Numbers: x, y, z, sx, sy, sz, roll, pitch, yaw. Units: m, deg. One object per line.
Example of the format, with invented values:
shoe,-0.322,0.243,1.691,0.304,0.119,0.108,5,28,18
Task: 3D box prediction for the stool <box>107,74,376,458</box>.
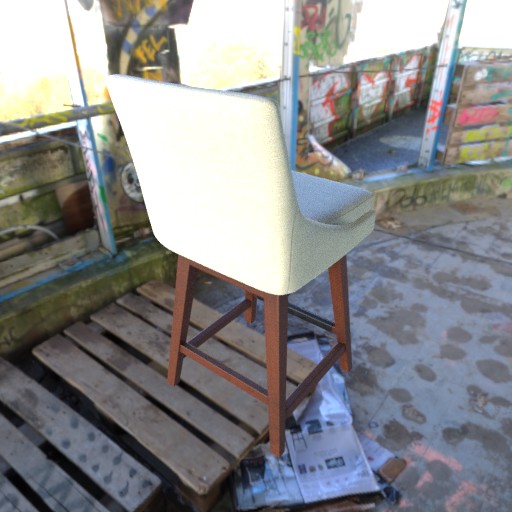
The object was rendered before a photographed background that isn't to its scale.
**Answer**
stool,0.000,0.000,1.261,0.469,0.991,0.559,22,37,32
